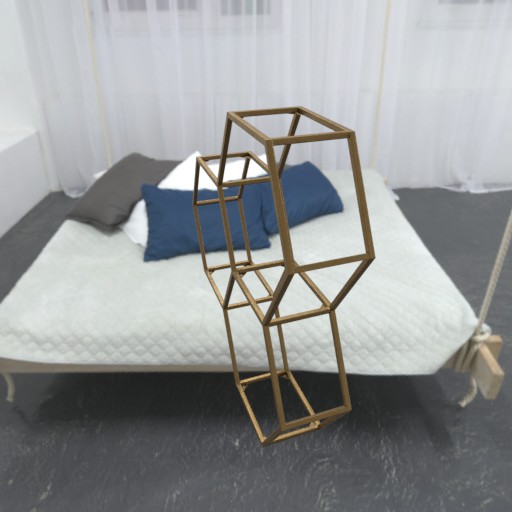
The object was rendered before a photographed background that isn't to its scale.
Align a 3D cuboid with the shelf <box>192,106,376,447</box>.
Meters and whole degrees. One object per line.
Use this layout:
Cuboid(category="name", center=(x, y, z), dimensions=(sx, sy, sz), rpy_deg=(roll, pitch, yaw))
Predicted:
Cuboid(category="shelf", center=(0.000, 0.000, 1.058), dimensions=(0.150, 0.701, 0.708), rpy_deg=(-10, 32, -17))
